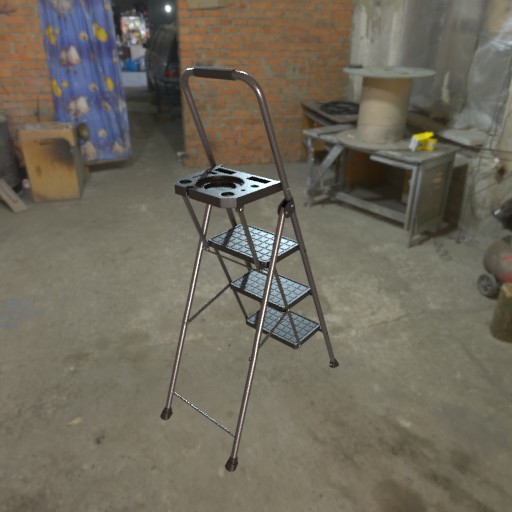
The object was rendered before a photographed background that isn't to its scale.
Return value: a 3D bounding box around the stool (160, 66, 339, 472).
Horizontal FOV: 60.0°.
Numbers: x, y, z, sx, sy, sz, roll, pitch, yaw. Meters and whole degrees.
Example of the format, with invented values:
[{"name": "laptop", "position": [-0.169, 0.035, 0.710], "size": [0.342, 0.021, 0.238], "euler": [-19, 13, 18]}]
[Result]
[{"name": "stool", "position": [0.000, 0.000, 1.602], "size": [0.396, 1.277, 0.733], "euler": [21, 34, 35]}]
